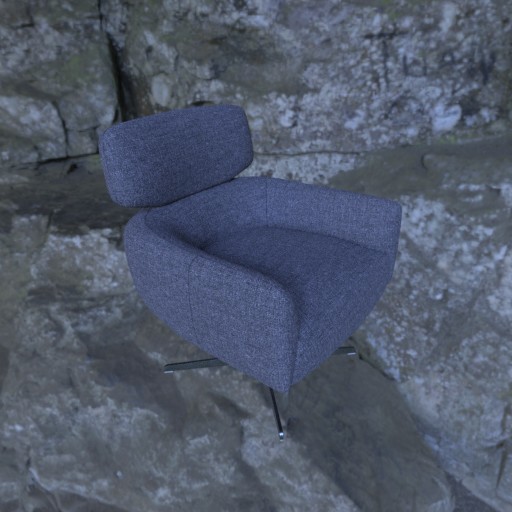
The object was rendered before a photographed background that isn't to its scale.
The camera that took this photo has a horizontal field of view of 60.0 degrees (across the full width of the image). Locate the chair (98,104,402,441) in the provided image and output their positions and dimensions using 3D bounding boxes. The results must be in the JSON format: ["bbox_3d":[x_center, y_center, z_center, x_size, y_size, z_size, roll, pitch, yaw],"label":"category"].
[{"bbox_3d":[0.000,0.000,1.372,0.715,0.812,0.706,19,32,32],"label":"chair"}]
